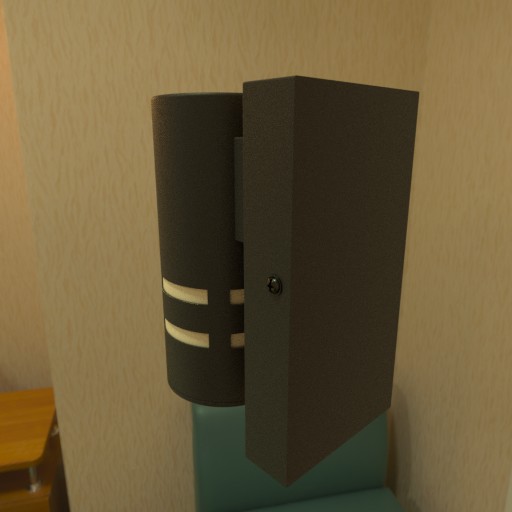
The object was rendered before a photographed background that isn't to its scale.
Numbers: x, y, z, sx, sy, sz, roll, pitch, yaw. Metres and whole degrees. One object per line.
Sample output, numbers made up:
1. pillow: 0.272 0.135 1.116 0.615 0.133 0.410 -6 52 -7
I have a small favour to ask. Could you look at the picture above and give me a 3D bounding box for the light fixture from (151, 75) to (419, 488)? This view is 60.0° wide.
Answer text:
1. light fixture: 0.000 0.000 0.261 0.098 0.179 0.138 -14 21 -42
